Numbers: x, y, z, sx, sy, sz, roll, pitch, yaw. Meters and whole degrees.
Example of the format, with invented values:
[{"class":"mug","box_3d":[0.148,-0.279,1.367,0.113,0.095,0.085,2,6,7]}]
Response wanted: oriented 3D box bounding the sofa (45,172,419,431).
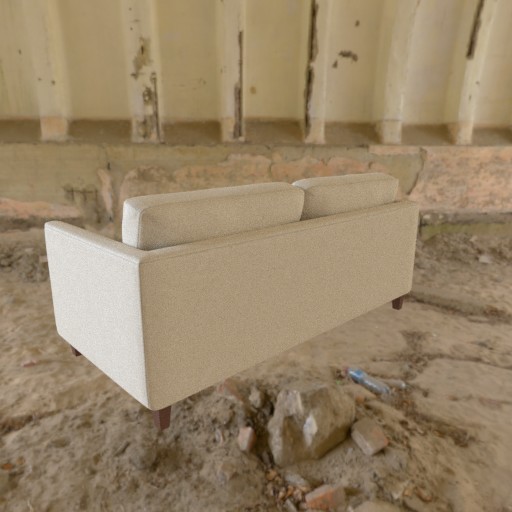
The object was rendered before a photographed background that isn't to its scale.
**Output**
[{"class":"sofa","box_3d":[0.000,0.000,2.521,1.981,0.889,0.965,-14,21,-42]}]
